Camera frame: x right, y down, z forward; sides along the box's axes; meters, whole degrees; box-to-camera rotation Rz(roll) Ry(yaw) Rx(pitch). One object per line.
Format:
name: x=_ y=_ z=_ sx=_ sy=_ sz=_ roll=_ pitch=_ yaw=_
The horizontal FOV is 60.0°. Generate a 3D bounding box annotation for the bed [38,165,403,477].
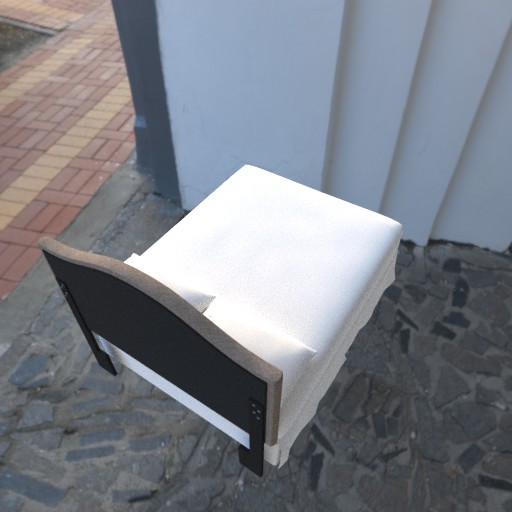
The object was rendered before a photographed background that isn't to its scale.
bed: x=0.000 y=0.000 z=3.278 sx=1.713 sy=1.518 sz=2.153 roll=25 pitch=52 yaw=22
